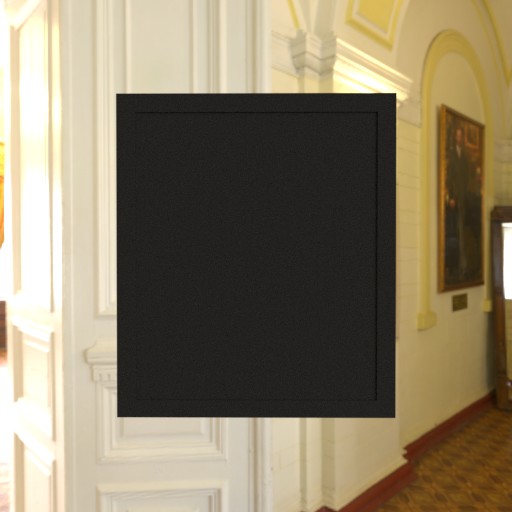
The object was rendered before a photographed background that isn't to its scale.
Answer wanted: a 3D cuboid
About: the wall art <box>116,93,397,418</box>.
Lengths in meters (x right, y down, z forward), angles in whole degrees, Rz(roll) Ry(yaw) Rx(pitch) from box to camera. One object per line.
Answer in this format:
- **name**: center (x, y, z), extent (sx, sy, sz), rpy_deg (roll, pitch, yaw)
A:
- **wall art**: center (0.000, 0.000, 0.499), extent (0.311, 0.361, 0.010), rpy_deg (0, 1, 0)
